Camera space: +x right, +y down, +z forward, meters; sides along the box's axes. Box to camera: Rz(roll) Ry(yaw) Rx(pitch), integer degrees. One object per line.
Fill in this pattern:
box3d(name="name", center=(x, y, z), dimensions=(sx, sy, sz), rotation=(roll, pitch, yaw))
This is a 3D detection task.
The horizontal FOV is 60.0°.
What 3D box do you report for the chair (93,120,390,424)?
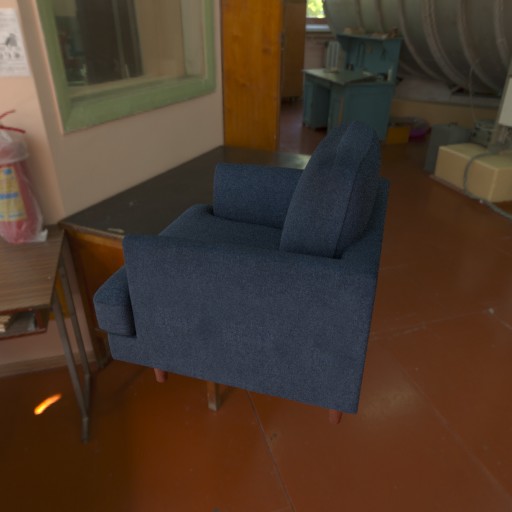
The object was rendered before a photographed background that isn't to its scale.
box3d(name="chair", center=(0.000, 0.000, 1.687), dimensions=(0.899, 0.957, 0.858), rotation=(8, 30, 15))
